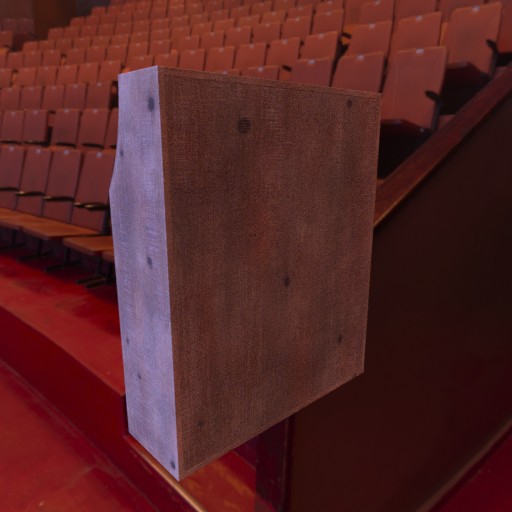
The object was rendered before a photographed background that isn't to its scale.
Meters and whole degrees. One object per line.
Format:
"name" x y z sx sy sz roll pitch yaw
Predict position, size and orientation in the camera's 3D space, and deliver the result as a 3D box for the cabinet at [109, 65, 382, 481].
"cabinet" 0.000 0.000 0.828 0.489 0.590 0.184 -13 19 -41
